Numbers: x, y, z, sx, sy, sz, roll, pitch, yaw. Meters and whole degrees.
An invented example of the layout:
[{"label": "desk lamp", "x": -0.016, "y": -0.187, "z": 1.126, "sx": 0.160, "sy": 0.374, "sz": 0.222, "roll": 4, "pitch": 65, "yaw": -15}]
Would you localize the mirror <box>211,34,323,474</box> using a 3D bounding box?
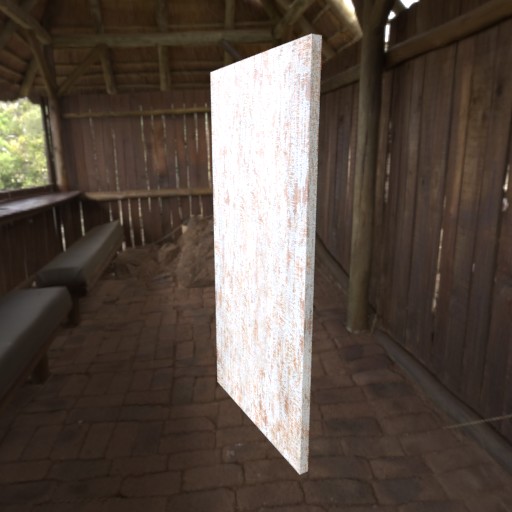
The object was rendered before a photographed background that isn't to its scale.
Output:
[{"label": "mirror", "x": 0.000, "y": 0.000, "z": 1.109, "sx": 0.027, "sy": 0.922, "sz": 0.472, "roll": -7, "pitch": 15, "yaw": -27}]
